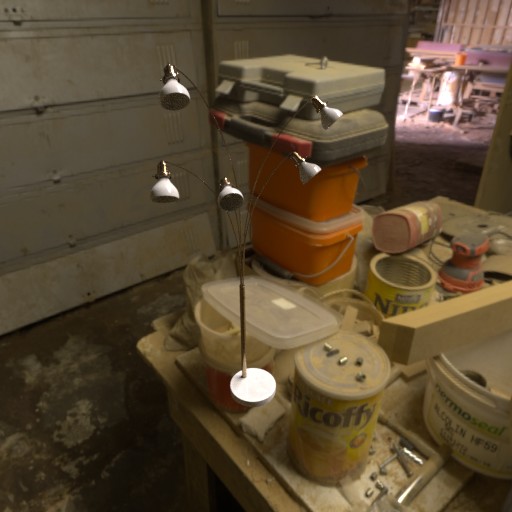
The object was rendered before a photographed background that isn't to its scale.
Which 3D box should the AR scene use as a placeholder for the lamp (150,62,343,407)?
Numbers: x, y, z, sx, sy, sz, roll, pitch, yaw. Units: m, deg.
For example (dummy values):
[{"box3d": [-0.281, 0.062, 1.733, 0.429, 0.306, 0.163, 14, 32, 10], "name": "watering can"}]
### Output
[{"box3d": [0.000, 0.000, 2.957, 1.405, 2.423, 0.361, -21, 35, -32], "name": "lamp"}]
